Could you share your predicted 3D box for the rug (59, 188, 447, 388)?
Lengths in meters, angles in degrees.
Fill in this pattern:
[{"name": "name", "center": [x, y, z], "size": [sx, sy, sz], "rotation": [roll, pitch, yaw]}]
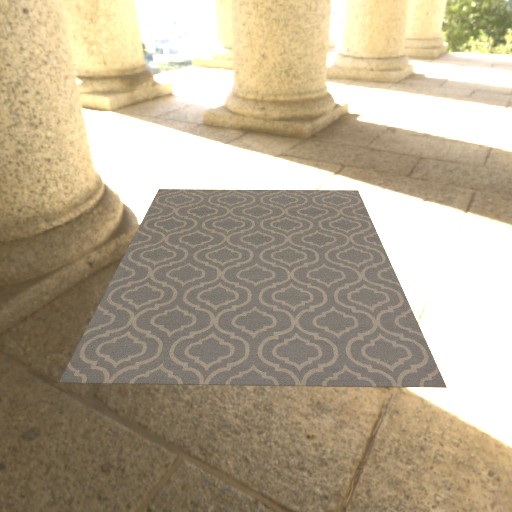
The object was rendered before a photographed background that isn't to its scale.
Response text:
[{"name": "rug", "center": [0.000, 0.000, 3.835], "size": [2.283, 0.006, 2.892], "rotation": [1, 32, 1]}]
